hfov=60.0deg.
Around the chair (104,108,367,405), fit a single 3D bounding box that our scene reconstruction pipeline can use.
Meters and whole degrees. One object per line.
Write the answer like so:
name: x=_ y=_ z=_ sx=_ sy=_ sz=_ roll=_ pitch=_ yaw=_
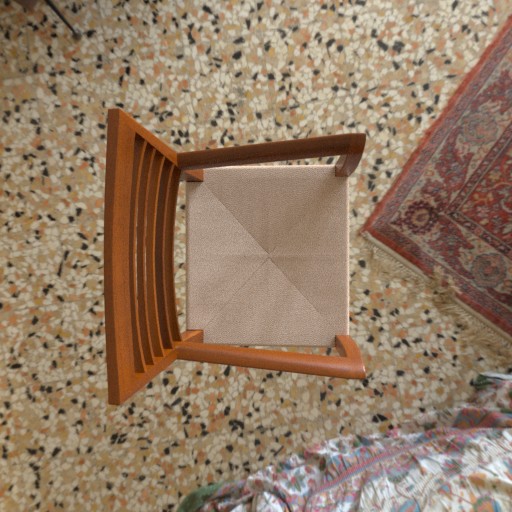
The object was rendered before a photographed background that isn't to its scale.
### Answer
chair: x=0.000 y=0.000 z=1.240 sx=0.540 sy=0.855 sz=0.587 roll=0 pitch=90 yaw=2
